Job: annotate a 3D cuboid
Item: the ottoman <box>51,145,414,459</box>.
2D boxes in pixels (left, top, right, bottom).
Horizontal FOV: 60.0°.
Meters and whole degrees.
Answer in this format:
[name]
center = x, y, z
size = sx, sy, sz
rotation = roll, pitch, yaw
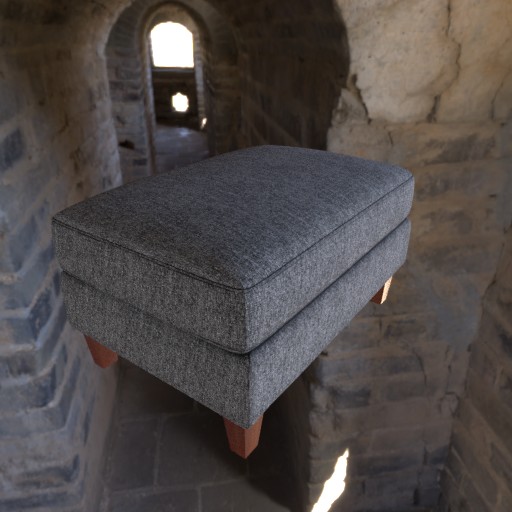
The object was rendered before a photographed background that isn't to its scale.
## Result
[ottoman]
center = 0.000, 0.000, 1.224
size = 0.584, 0.483, 0.864
rotation = 18, 32, 32
